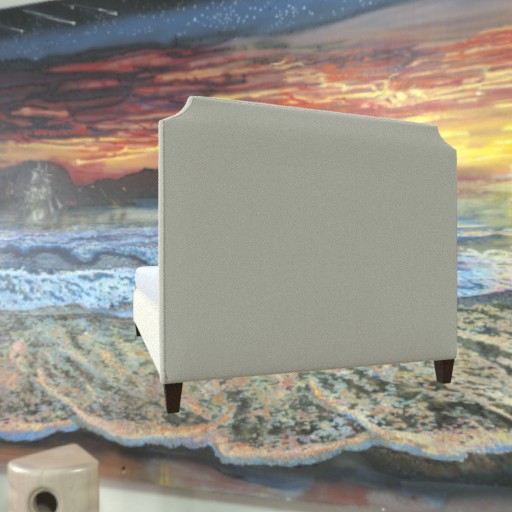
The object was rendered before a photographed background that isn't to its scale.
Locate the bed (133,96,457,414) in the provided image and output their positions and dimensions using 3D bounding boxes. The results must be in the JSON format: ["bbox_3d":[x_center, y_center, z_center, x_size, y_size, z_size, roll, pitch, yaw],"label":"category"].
[{"bbox_3d":[0.000,0.000,3.392,1.712,1.497,2.372,0,-1,-19],"label":"bed"}]
